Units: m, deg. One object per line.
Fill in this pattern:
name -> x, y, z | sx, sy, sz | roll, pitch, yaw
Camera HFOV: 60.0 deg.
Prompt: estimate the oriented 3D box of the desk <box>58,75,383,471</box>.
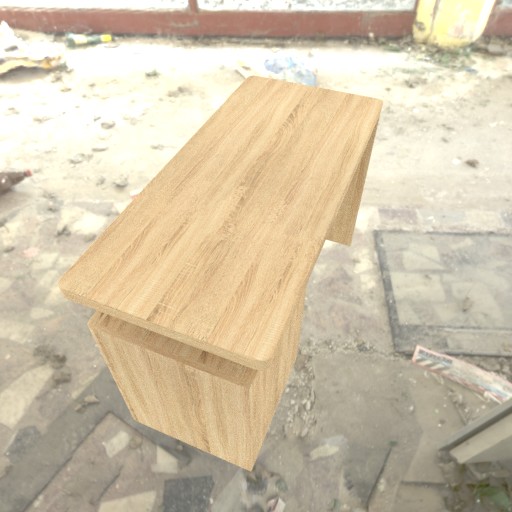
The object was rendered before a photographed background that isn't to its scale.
desk -> 0.000, 0.000, 1.639 | 0.550, 0.760, 1.200 | 17, 49, 15
